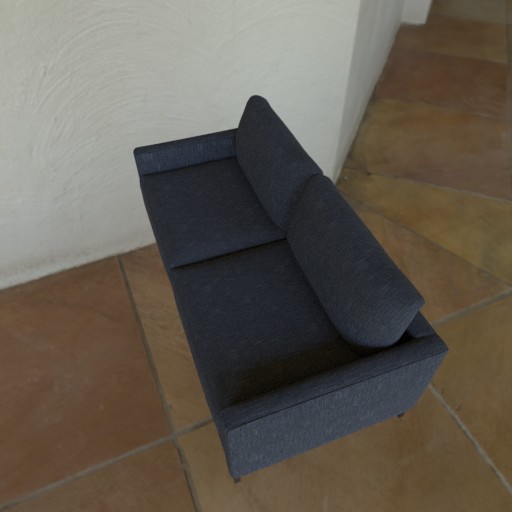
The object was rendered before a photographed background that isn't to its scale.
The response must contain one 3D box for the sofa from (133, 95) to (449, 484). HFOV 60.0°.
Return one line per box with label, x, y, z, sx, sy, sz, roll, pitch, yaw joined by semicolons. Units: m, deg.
sofa;0.000;0.000;2.159;0.866;0.862;1.716;-15;49;-14
